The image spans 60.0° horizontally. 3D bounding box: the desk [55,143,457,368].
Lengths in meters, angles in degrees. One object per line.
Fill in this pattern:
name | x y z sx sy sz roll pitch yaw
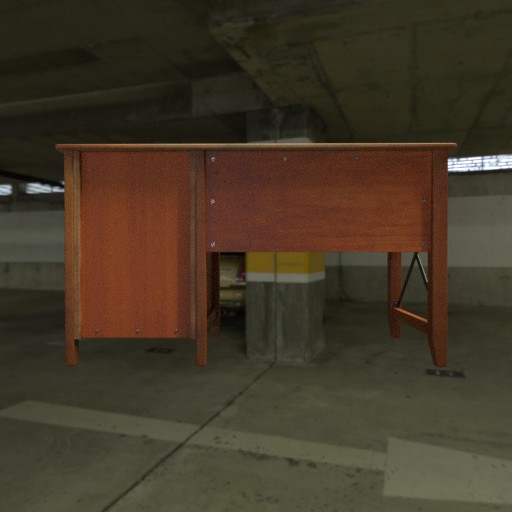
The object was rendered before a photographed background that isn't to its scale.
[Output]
desk | 0.000 0.000 1.768 1.353 0.756 0.574 0 1 1
